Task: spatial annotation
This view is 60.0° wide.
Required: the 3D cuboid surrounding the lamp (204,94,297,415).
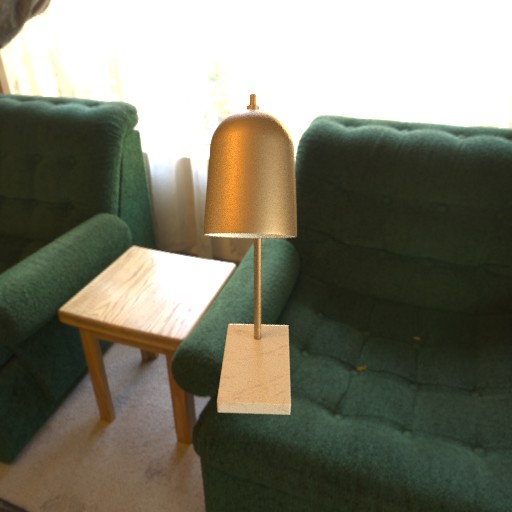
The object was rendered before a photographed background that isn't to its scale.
[{"bbox_3d":[0.000,0.000,0.812,0.144,0.603,0.471,1,31,2],"label":"lamp"}]
